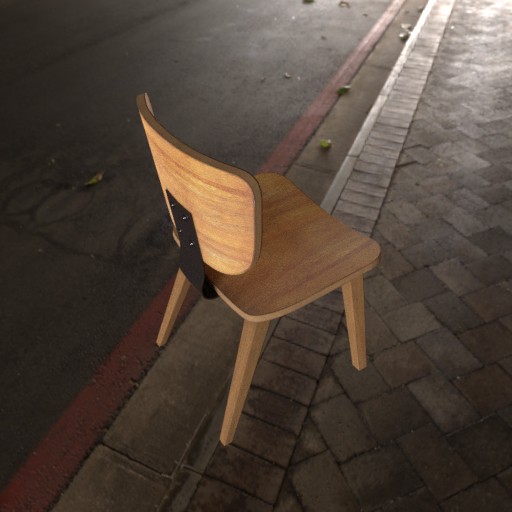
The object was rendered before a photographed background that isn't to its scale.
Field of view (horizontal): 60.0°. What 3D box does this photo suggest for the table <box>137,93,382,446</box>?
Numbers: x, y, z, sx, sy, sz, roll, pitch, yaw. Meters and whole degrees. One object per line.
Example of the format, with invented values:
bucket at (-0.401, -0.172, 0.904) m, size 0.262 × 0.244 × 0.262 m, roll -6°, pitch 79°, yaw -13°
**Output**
table at (0.000, 0.000, 1.154) m, size 0.500 × 0.805 × 0.499 m, roll -25°, pitch 48°, yaw -25°
